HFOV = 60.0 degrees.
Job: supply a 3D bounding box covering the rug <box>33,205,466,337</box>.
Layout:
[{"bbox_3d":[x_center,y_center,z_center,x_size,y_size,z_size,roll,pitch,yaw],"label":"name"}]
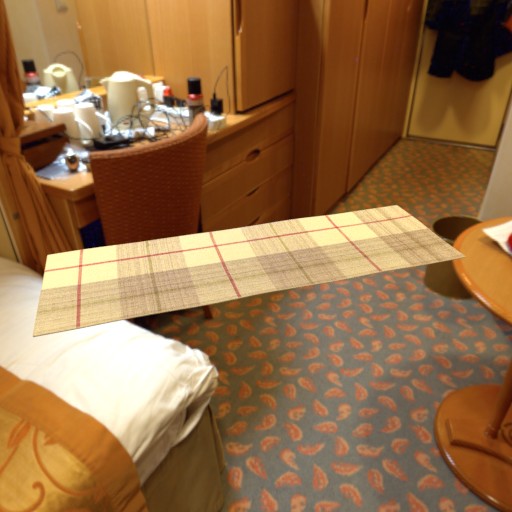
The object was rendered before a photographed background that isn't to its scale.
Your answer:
[{"bbox_3d":[0.000,0.000,2.705,2.439,0.013,0.762,-9,33,-14],"label":"rug"}]
